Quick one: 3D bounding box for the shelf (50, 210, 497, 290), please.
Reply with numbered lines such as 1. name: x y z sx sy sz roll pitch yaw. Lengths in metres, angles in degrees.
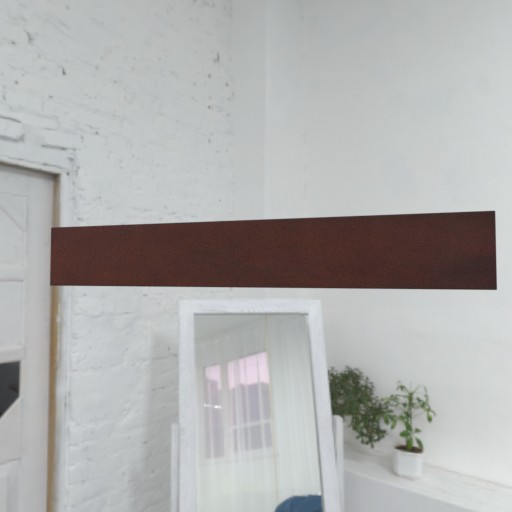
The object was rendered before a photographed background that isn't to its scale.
1. shelf: 0.000 0.000 0.655 0.607 0.088 0.152 -1 -2 17
